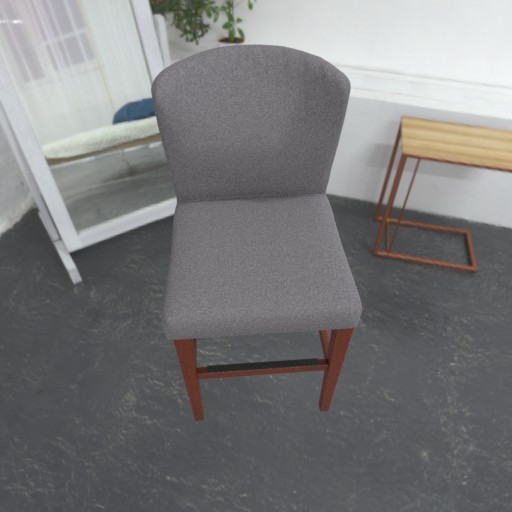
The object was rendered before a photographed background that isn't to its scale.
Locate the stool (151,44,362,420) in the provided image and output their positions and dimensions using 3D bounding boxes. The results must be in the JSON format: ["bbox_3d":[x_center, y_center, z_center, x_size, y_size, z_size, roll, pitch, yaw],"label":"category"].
[{"bbox_3d":[0.000,0.000,1.269,0.481,0.968,0.568,-3,46,-3],"label":"stool"}]
